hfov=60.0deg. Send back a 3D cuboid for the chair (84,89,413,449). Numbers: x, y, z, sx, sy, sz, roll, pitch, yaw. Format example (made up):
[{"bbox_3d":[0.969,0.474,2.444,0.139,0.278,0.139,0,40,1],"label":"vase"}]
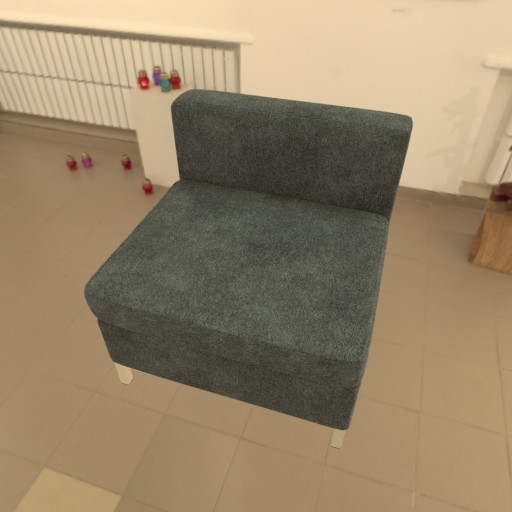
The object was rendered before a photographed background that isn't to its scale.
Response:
[{"bbox_3d":[0.000,0.000,1.234,0.680,0.660,0.680,12,42,13],"label":"chair"}]
